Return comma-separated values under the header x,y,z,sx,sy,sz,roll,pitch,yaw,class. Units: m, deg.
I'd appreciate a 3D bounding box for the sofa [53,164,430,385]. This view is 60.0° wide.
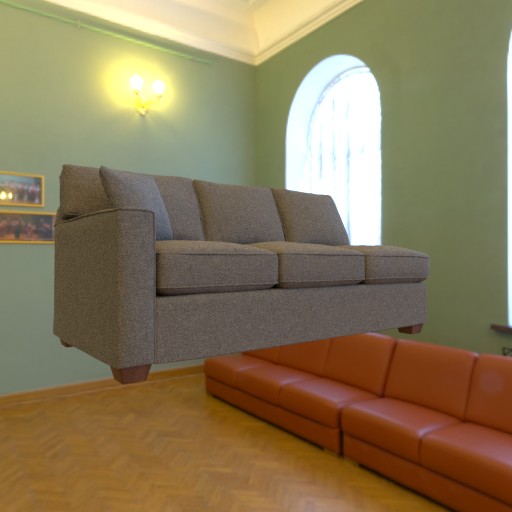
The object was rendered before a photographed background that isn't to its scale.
x,y,z,sx,sy,sz,roll,pitch,yaw,class
0.000,0.000,2.540,1.963,0.946,1.034,0,0,-37,sofa
